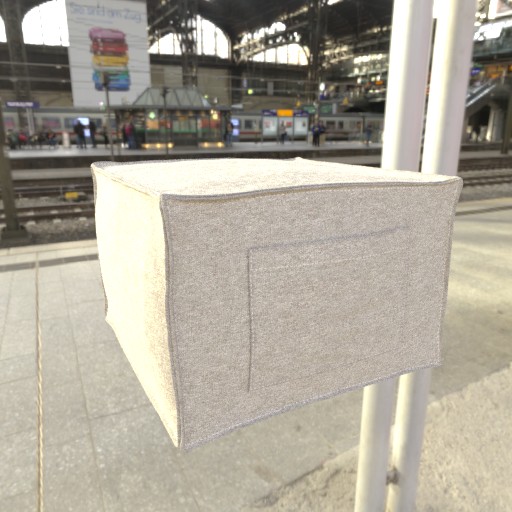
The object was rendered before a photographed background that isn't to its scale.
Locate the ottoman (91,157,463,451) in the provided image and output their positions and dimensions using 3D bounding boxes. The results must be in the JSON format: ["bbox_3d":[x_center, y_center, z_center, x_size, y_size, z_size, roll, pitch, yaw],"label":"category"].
[{"bbox_3d":[0.000,0.000,1.135,0.707,0.470,0.696,-8,18,-27],"label":"ottoman"}]
